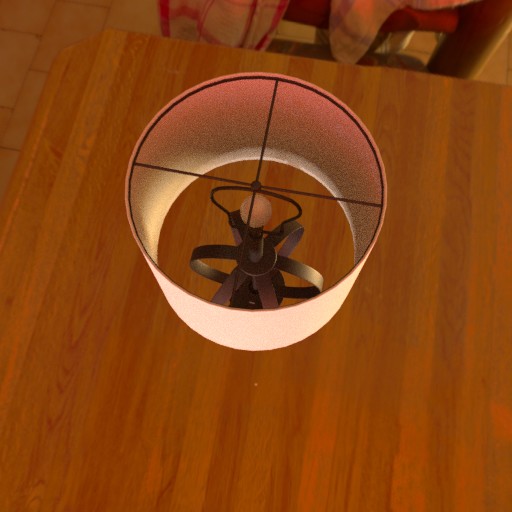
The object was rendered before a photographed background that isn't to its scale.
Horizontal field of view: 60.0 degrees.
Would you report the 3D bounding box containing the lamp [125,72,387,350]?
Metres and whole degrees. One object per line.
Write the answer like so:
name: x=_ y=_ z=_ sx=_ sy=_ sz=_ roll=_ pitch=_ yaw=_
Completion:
lamp: x=0.000 y=0.000 z=0.671 sx=0.286 sy=0.510 sz=0.286 roll=0 pitch=74 yaw=0
